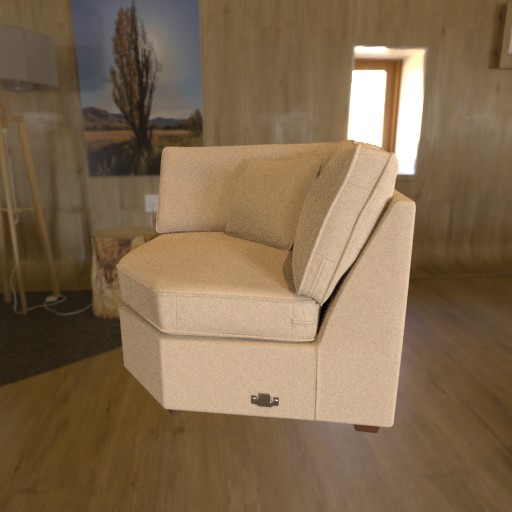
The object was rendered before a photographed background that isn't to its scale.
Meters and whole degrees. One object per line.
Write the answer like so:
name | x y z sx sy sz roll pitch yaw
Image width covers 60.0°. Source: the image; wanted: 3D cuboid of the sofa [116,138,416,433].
sofa | 0.000 0.000 1.837 1.050 0.937 1.042 3 16 9
